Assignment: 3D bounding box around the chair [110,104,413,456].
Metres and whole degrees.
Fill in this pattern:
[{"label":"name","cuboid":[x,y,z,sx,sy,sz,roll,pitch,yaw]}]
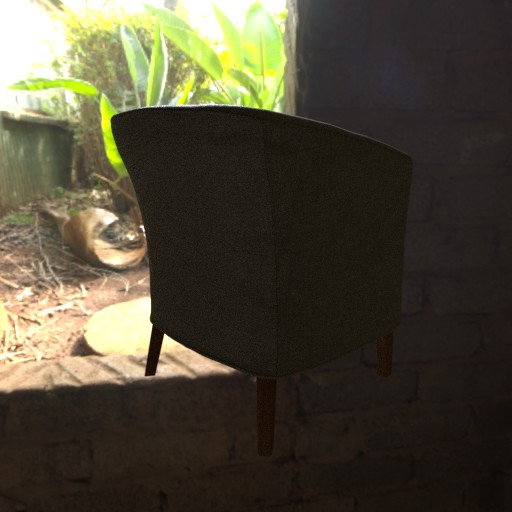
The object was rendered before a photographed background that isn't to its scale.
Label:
[{"label":"chair","cuboid":[0.000,0.000,1.252,0.668,0.771,0.600,-14,20,-43]}]
